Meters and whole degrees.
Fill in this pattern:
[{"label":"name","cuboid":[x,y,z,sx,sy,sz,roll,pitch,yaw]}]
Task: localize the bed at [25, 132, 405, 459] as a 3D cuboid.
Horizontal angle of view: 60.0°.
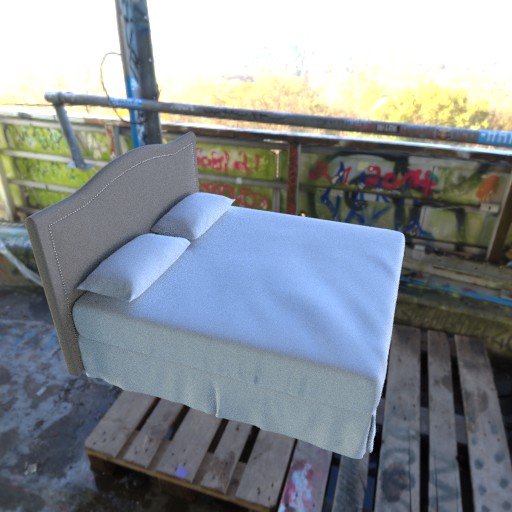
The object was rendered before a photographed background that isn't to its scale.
[{"label":"bed","cuboid":[0.000,0.000,3.437,2.182,1.421,2.083,10,32,17]}]
